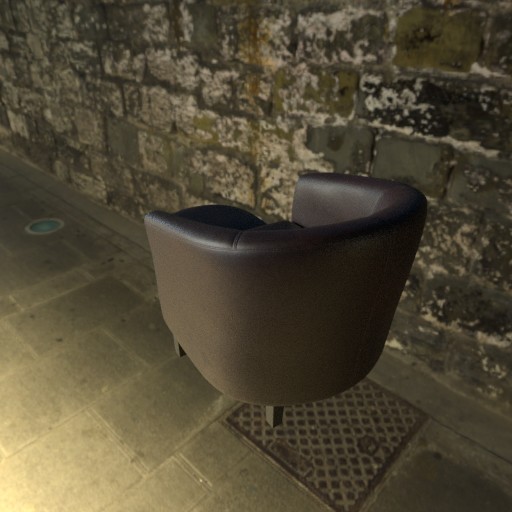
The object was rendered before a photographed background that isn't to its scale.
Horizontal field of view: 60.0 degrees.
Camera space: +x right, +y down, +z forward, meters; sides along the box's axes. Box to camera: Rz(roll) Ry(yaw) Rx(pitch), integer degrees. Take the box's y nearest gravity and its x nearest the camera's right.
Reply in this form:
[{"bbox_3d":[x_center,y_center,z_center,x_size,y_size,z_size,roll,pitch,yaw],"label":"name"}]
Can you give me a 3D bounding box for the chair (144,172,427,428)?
[{"bbox_3d":[0.000,0.000,1.633,0.737,0.755,1.176,-18,35,-28],"label":"chair"}]
